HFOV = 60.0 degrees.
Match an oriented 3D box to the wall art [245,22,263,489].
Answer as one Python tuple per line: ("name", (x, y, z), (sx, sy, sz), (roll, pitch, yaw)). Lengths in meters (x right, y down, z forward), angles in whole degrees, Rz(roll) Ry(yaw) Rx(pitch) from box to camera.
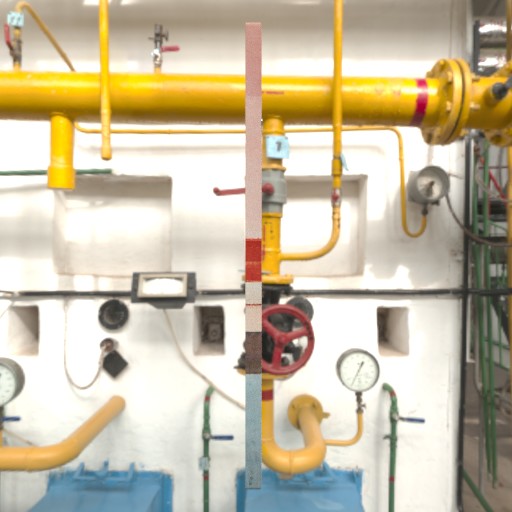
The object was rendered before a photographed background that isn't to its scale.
("wall art", (0.000, 0.000, 1.345), (0.039, 1.016, 0.761), (0, 0, 1))
